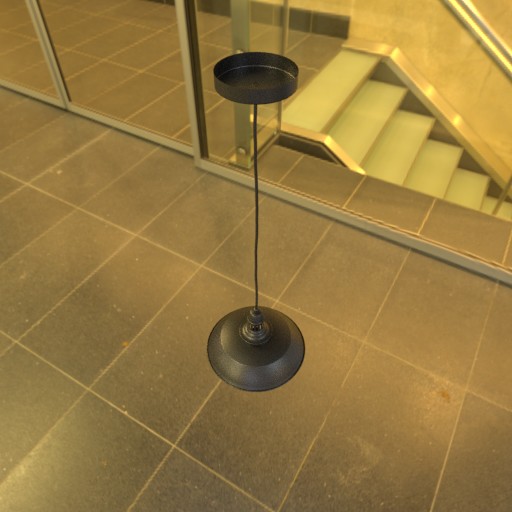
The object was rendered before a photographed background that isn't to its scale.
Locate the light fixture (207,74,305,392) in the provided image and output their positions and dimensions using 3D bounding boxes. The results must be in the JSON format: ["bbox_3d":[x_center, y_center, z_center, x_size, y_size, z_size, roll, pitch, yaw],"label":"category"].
[{"bbox_3d":[0.000,0.000,1.171,0.331,0.993,0.331,8,47,8],"label":"light fixture"}]
